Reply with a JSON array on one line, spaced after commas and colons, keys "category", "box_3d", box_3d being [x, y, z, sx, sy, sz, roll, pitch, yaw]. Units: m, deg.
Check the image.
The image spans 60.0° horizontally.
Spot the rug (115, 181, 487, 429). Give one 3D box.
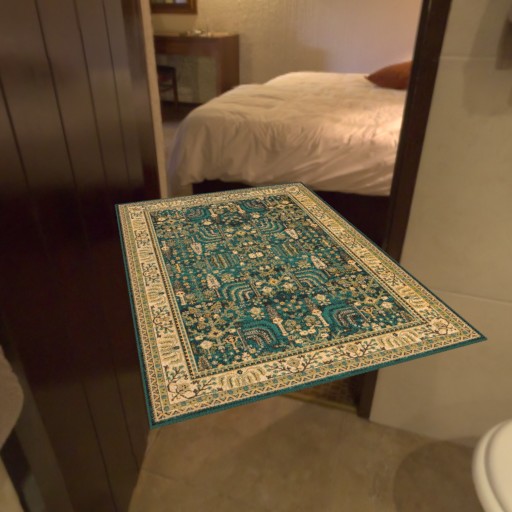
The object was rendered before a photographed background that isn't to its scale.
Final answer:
[{"category": "rug", "box_3d": [0.000, 0.000, 2.807, 1.594, 0.013, 2.213, -10, 32, -16]}]
